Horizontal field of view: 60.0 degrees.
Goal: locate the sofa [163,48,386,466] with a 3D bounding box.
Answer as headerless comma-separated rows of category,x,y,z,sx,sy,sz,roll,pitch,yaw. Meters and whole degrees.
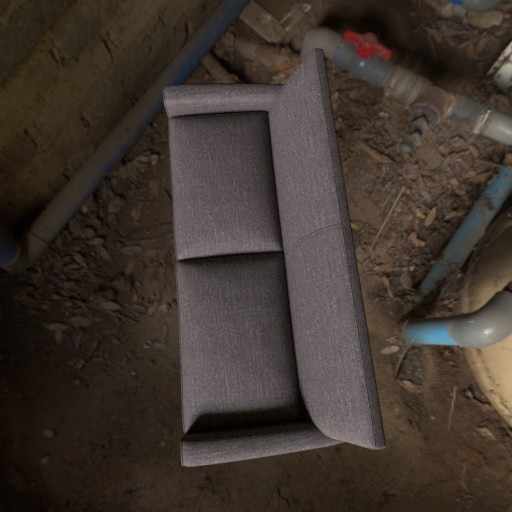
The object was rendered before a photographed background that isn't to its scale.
sofa,0.000,0.000,2.404,0.875,0.846,1.976,-5,75,-1
